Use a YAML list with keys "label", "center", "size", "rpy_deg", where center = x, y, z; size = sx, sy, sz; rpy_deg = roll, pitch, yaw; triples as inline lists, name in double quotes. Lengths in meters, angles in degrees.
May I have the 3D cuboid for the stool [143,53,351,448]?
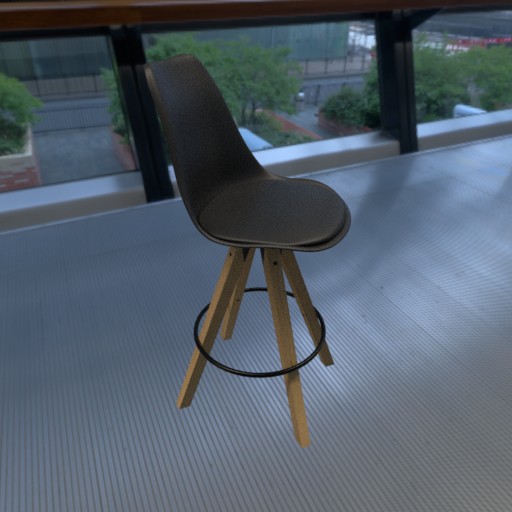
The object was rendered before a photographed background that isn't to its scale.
- label: "stool"
  center: [0.000, 0.000, 1.383]
  size: [0.550, 1.115, 0.485]
  rpy_deg: [11, 33, 17]
